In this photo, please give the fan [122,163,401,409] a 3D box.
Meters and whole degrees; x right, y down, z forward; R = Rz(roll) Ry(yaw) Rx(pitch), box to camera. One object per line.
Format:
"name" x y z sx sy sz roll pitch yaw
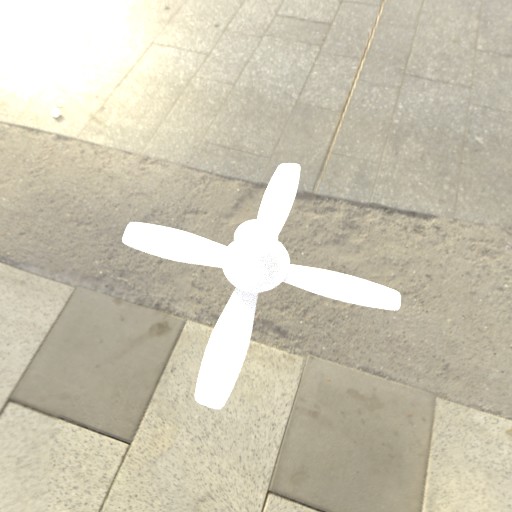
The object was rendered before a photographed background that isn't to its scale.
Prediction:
"fan" 0.000 0.000 2.529 1.694 0.382 1.693 14 59 9
